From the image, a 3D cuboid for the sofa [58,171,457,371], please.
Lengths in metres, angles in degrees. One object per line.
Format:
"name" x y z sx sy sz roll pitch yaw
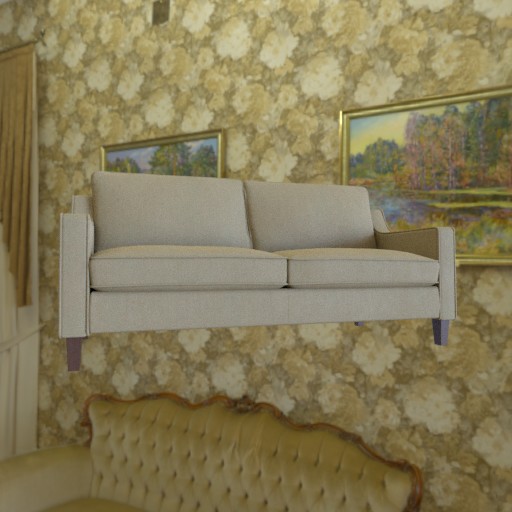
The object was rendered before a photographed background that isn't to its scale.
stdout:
"sofa" 0.000 0.000 2.776 2.178 1.071 1.066 0 -1 -19
